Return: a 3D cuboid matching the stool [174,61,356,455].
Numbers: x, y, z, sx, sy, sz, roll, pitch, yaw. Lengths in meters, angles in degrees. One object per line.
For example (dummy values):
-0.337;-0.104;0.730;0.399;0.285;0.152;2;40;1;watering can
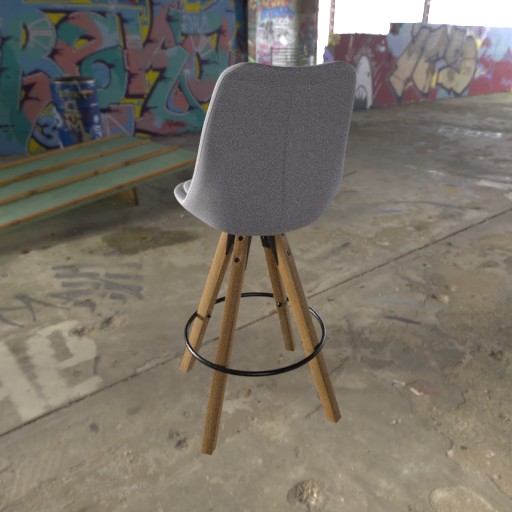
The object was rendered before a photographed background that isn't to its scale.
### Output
0.000;0.000;1.364;0.484;1.115;0.550;-8;27;-16;stool
